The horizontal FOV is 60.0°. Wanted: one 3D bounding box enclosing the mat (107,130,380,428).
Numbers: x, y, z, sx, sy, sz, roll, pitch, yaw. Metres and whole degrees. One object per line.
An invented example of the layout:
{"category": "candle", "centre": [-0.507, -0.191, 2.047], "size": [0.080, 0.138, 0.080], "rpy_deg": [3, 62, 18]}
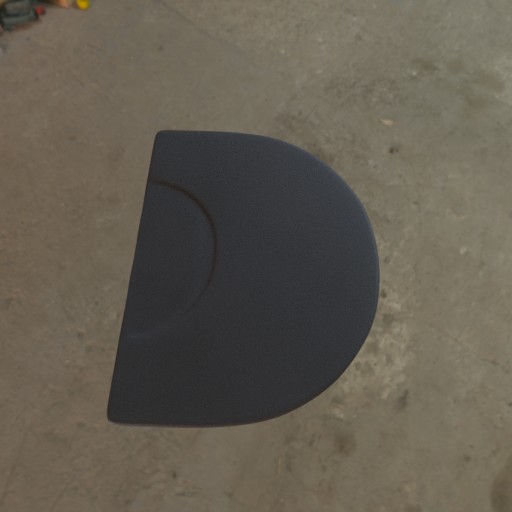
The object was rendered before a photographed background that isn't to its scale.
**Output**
{"category": "mat", "centre": [0.000, 0.000, 1.660], "size": [0.917, 0.016, 1.220], "rpy_deg": [2, 63, 1]}
